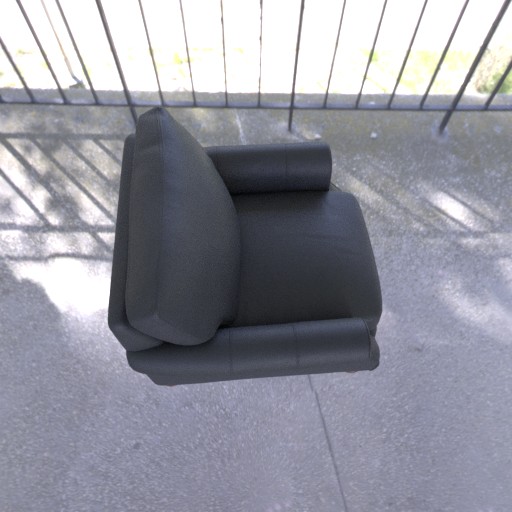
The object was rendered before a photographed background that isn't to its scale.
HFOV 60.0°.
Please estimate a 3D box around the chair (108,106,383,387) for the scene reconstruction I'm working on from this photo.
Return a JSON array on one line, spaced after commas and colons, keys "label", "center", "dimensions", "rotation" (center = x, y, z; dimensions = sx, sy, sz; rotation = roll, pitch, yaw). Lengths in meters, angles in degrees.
[{"label": "chair", "center": [0.000, 0.000, 1.801], "dimensions": [1.027, 0.960, 1.015], "rotation": [0, 62, 0]}]
